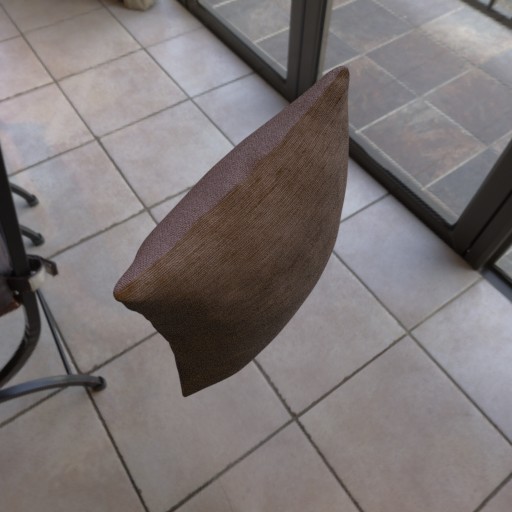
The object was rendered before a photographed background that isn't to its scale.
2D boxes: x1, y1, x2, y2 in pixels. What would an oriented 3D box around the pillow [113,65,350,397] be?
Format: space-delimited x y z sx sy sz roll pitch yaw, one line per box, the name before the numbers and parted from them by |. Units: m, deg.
pillow | 0.000 0.000 0.708 0.204 0.439 0.452 32 64 18
